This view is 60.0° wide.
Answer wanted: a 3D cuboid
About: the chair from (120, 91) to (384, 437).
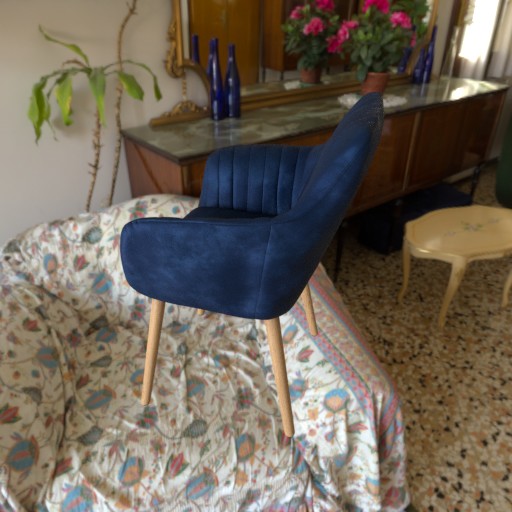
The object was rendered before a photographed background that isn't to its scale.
[{"bbox_3d":[0.000,0.000,1.212,0.573,0.826,0.578,8,31,13],"label":"chair"}]
